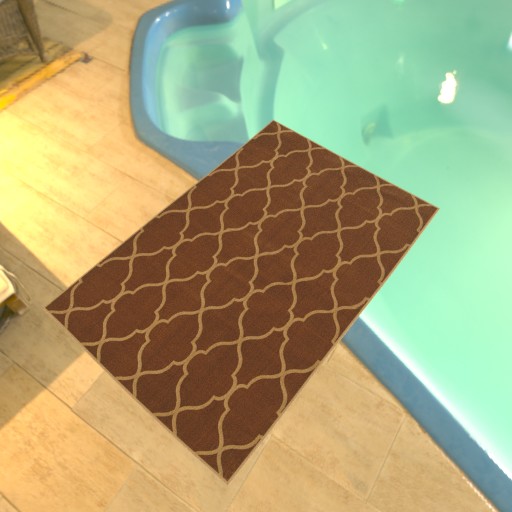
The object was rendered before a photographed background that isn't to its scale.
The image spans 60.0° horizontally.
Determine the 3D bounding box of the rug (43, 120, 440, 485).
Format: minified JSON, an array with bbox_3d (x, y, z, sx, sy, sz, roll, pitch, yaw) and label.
[{"bbox_3d":[0.000,0.000,2.927,1.526,0.014,2.290,34,63,21],"label":"rug"}]
